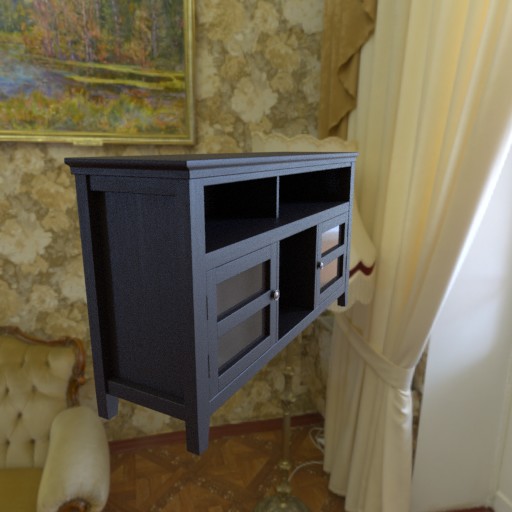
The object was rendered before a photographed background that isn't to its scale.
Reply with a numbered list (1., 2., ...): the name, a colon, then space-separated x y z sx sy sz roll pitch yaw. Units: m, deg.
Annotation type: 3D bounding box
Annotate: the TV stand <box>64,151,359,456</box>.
1. TV stand: 0.000 0.000 1.519 0.347 0.681 1.198 7 16 27
